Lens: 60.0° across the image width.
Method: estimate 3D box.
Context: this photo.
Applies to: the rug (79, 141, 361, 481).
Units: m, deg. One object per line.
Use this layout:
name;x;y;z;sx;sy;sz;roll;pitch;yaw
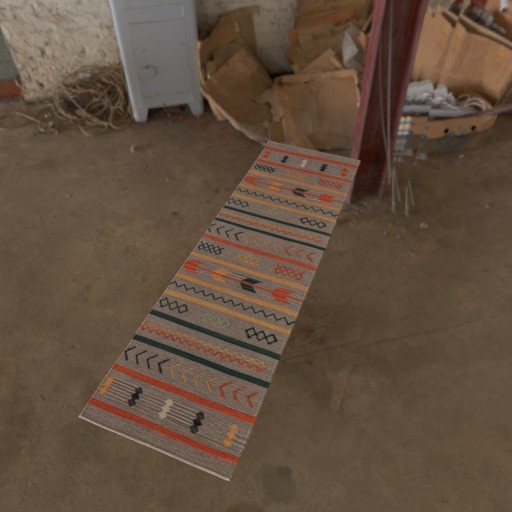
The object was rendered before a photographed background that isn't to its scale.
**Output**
rug;0.000;0.000;2.654;0.744;0.022;2.419;16;49;15
